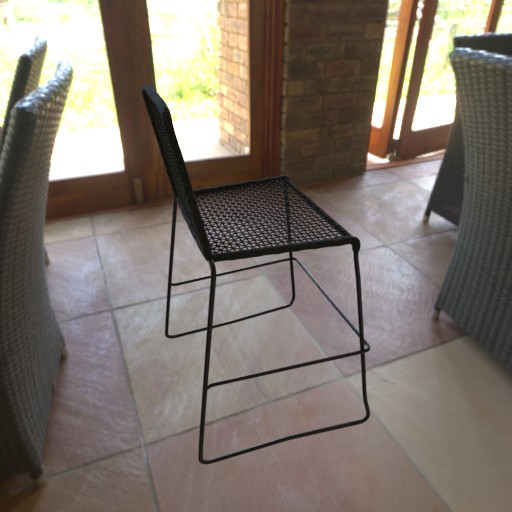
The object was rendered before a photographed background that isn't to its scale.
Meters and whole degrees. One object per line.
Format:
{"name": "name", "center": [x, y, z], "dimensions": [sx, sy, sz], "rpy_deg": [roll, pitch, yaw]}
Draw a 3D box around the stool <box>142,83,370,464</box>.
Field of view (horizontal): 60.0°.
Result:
{"name": "stool", "center": [0.000, 0.000, 1.235], "dimensions": [0.509, 0.905, 0.590], "rpy_deg": [-10, 33, -17]}
